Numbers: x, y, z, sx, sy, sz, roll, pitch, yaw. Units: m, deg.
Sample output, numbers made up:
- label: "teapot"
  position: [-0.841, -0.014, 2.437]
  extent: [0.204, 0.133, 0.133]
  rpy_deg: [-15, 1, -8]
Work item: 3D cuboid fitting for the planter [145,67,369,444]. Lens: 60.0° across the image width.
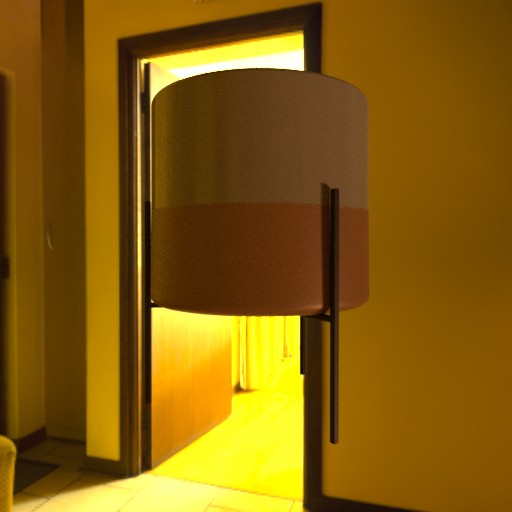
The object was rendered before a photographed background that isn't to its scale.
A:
- label: "planter"
  position: [0.000, 0.000, 0.725]
  extent: [0.360, 0.480, 0.348]
  rpy_deg: [0, 1, -2]
